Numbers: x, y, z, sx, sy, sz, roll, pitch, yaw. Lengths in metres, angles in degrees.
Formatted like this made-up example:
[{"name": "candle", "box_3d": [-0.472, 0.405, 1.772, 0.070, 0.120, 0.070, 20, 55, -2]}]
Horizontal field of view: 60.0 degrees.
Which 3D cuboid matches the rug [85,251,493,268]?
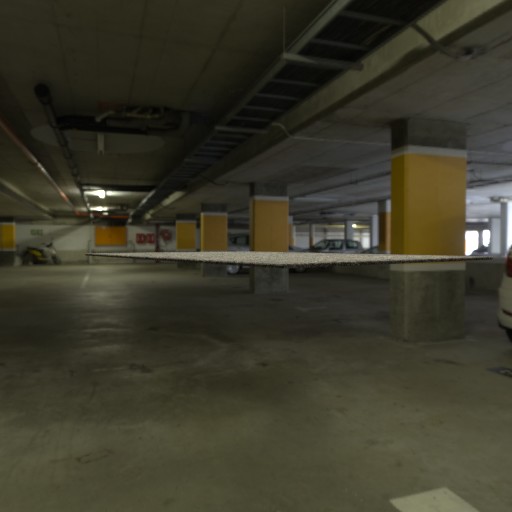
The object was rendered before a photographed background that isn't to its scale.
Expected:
[{"name": "rug", "box_3d": [0.000, 0.000, 2.877, 1.501, 0.017, 2.298, -1, 2, -37]}]
